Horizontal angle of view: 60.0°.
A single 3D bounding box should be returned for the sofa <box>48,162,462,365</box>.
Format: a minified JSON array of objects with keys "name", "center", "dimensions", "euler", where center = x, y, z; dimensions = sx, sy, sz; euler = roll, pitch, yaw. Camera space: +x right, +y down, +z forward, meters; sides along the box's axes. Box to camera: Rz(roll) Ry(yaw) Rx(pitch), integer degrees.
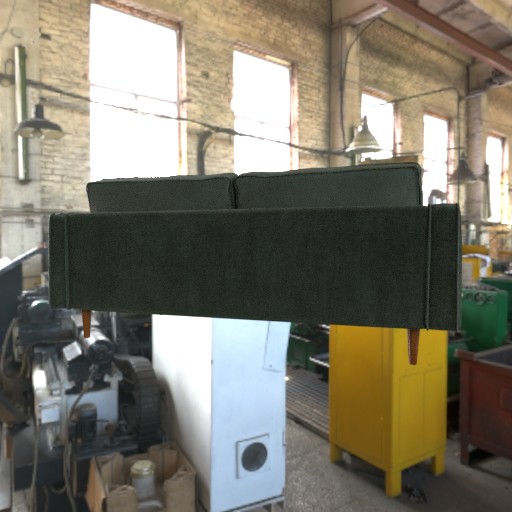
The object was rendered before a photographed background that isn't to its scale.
[{"name":"sofa","center":[0.000,0.000,2.228],"dimensions":[1.816,0.781,0.886],"euler":[1,2,18]}]
